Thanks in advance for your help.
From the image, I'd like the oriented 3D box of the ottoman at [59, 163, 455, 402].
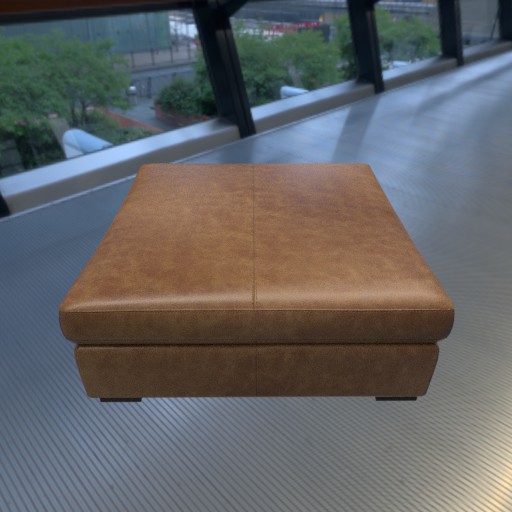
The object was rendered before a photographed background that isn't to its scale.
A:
[{"bbox_3d":[0.000,0.000,1.854,1.168,0.483,1.169,0,33,0],"label":"ottoman"}]
